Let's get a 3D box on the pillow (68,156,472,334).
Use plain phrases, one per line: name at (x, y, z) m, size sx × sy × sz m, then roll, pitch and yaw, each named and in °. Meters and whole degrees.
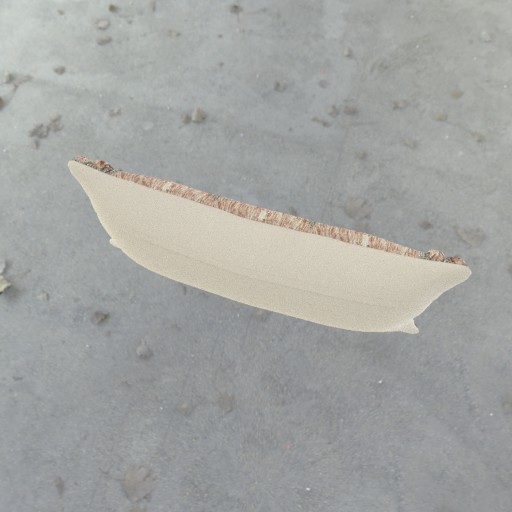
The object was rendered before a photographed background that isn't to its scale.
pillow at (0.000, 0.000, 0.755) m, size 0.635 × 0.282 × 0.139 m, roll 16°, pitch 64°, yaw 8°
